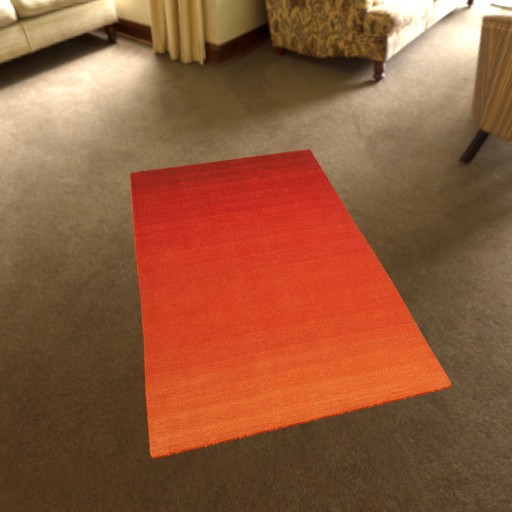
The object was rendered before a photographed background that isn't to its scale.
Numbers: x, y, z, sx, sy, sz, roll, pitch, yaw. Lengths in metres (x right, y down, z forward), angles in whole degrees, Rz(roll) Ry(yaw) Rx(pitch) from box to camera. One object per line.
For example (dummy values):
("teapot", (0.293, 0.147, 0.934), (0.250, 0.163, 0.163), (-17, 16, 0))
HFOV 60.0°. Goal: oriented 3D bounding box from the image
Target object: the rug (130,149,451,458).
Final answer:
("rug", (0.000, 0.000, 2.335), (1.230, 0.018, 1.835), (-10, 46, -9))
